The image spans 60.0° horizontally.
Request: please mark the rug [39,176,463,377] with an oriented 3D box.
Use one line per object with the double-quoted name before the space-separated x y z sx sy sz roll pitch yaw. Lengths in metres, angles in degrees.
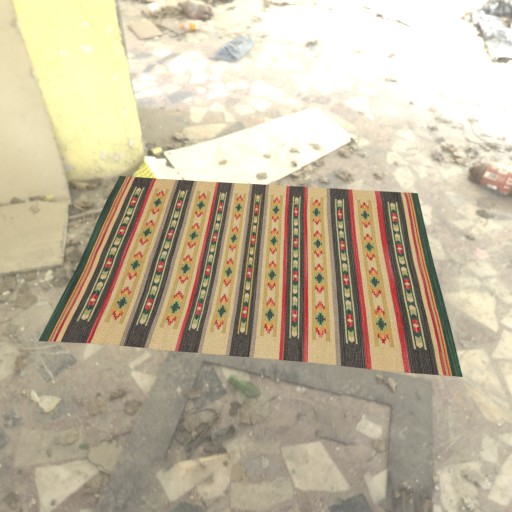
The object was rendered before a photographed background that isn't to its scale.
"rug" 0.000 0.000 2.903 2.311 0.010 1.522 4 47 4
